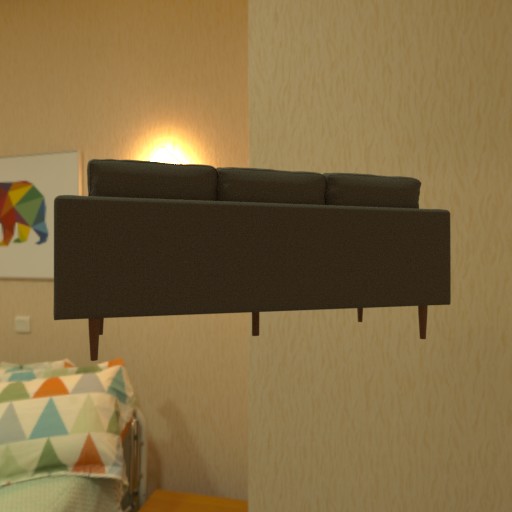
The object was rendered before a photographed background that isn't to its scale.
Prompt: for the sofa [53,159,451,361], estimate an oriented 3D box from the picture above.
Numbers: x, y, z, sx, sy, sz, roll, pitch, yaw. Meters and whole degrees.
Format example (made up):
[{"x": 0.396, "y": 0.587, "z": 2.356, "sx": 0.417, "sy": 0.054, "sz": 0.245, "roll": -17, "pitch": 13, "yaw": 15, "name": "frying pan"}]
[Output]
[{"x": 0.000, "y": 0.000, "z": 2.529, "sx": 2.029, "sy": 0.912, "sz": 0.802, "roll": 0, "pitch": 0, "yaw": -17, "name": "sofa"}]
